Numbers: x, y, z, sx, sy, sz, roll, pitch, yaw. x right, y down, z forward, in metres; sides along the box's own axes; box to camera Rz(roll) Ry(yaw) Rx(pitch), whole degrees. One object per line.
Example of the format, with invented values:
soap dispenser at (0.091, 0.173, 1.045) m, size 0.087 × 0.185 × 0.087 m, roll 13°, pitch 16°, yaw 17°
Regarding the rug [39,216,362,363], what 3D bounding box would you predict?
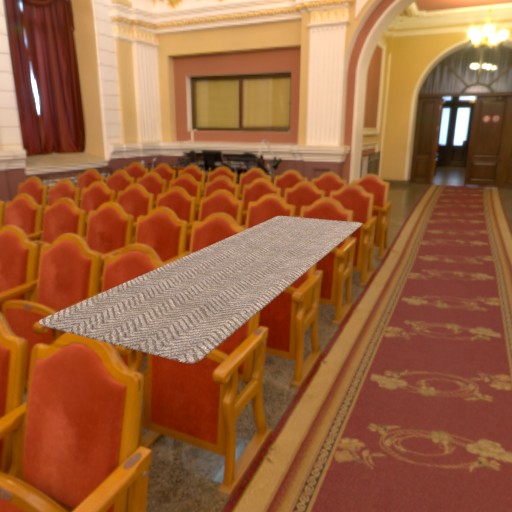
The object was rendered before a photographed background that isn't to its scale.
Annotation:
rug at (0.000, 0.000, 2.457) m, size 0.686 × 0.008 × 2.286 m, roll 7°, pitch 18°, yaw 24°
